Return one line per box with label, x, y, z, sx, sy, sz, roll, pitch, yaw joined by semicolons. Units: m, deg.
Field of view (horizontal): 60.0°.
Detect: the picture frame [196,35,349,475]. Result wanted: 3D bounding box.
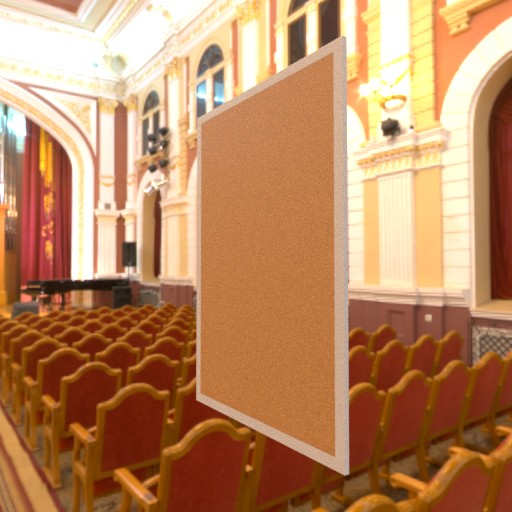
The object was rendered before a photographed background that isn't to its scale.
picture frame;0.000;0.000;1.216;0.013;0.940;0.659;1;-2;-36
